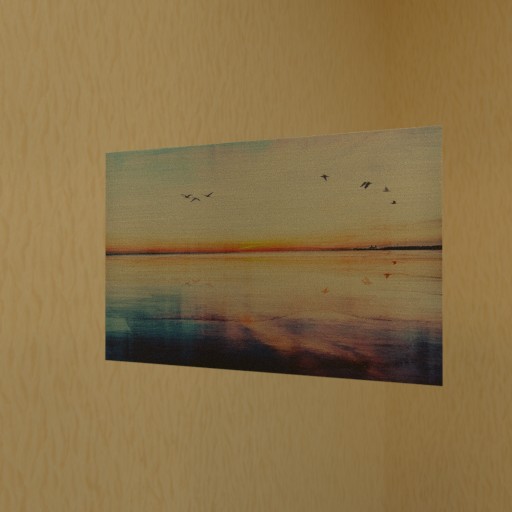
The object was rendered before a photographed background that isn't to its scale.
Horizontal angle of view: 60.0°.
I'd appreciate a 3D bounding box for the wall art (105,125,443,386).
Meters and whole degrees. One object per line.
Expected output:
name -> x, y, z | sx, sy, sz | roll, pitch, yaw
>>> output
wall art -> 0.000, 0.000, 0.778 | 0.604, 0.402, 0.018 | 0, 0, 17
